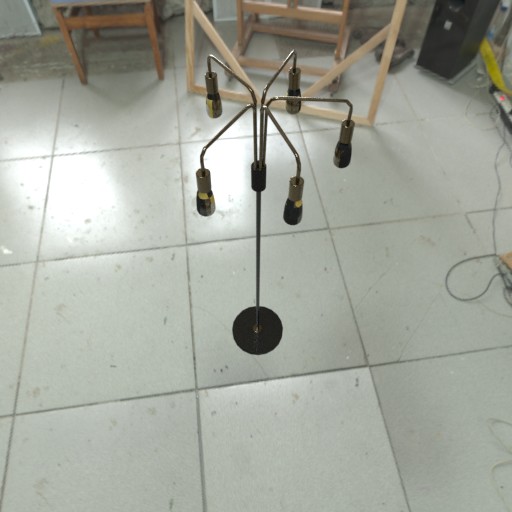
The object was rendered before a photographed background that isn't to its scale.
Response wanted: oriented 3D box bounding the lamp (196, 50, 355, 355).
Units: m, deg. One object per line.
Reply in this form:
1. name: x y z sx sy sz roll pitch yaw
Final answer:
1. lamp: 0.000 0.000 2.007 0.572 1.721 0.599 -33 63 -19
